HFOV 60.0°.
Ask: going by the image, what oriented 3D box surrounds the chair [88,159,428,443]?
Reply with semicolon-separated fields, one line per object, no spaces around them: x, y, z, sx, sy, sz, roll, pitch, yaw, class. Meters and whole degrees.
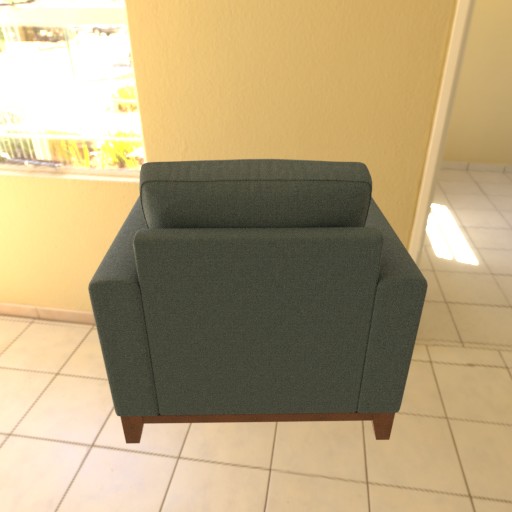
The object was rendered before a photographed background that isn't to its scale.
0.000;0.000;1.857;1.024;1.010;1.038;0;29;-1;chair
